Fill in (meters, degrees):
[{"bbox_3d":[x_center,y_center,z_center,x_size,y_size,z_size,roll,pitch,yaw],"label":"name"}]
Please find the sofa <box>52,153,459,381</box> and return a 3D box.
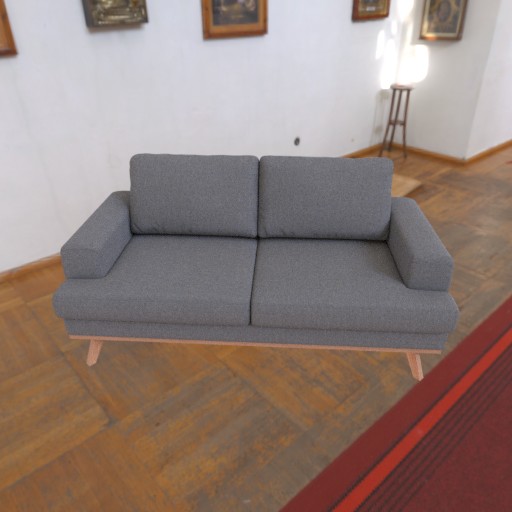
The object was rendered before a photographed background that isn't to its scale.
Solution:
[{"bbox_3d":[0.000,0.000,2.084,1.650,0.810,0.785,2,30,3],"label":"sofa"}]
